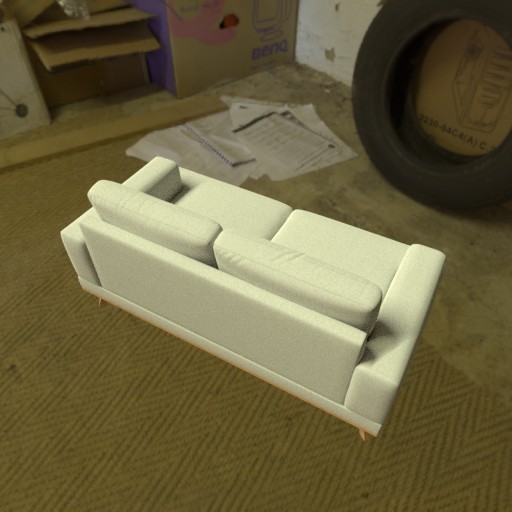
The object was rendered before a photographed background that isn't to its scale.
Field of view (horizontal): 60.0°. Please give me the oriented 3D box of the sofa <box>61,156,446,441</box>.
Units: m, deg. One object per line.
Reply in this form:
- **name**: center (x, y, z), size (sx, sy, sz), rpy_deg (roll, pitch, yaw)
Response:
- **sofa**: center (0.000, 0.000, 2.149), size (1.651, 0.810, 0.915), rpy_deg (22, 49, 20)
